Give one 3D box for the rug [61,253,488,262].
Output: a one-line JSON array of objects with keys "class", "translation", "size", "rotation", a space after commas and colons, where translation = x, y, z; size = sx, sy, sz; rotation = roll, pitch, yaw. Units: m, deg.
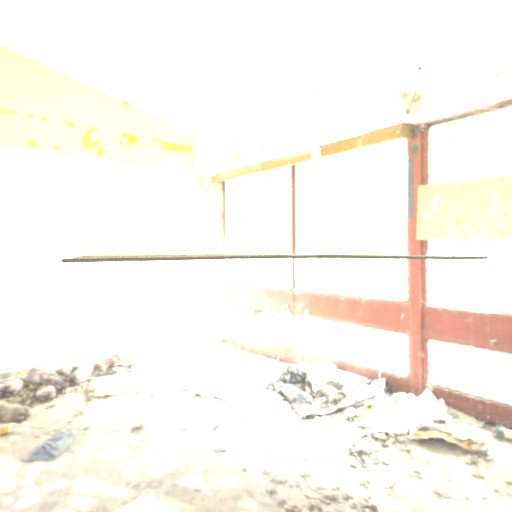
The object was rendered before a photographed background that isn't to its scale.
[{"class": "rug", "translation": [0.000, 0.000, 4.271], "size": [3.202, 0.045, 2.434], "rotation": [0, 1, -17]}]
